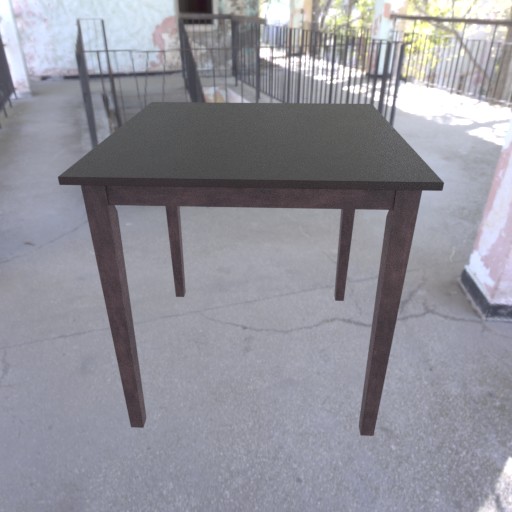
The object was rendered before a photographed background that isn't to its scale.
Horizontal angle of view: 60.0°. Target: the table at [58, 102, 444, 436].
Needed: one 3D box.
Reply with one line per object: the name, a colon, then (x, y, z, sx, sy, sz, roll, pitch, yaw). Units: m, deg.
table: (0.000, 0.000, 1.373, 0.749, 0.770, 0.749, 1, 30, 2)
